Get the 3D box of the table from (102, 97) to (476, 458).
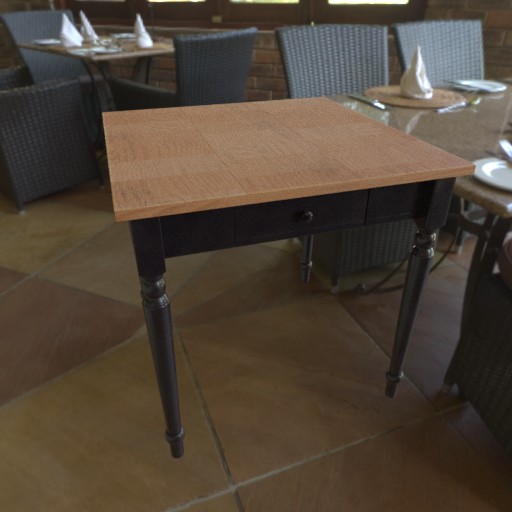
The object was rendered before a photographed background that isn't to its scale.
[{"bbox_3d":[0.000,0.000,1.339,0.747,0.738,0.747,-9,32,-15],"label":"table"}]
